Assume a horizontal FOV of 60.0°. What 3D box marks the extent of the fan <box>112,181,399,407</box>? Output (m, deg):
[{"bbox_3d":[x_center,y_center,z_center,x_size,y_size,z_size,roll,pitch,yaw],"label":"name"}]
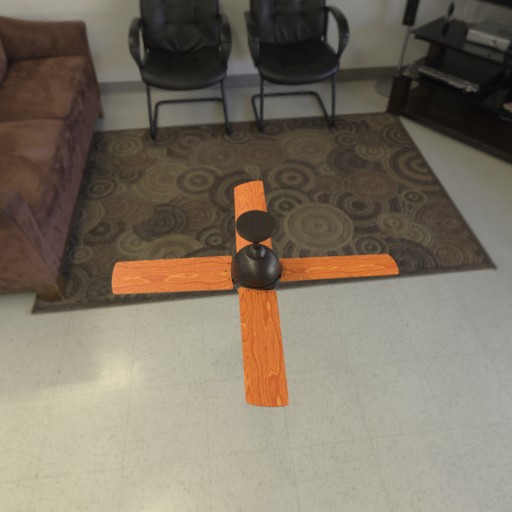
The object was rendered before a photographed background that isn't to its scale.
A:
[{"bbox_3d":[0.000,0.000,2.008,1.332,0.403,1.332,-3,47,-3],"label":"fan"}]
